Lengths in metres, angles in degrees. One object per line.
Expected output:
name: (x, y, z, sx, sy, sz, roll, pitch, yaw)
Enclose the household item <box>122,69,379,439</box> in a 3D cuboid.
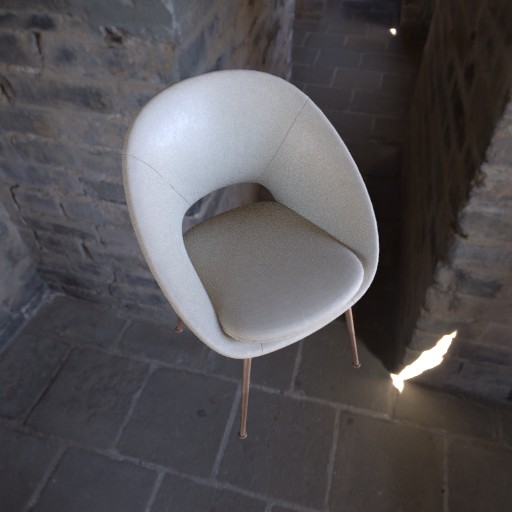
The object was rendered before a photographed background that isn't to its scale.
household item: (0.000, 0.000, 1.266, 0.623, 0.852, 0.573, -24, 51, -22)
